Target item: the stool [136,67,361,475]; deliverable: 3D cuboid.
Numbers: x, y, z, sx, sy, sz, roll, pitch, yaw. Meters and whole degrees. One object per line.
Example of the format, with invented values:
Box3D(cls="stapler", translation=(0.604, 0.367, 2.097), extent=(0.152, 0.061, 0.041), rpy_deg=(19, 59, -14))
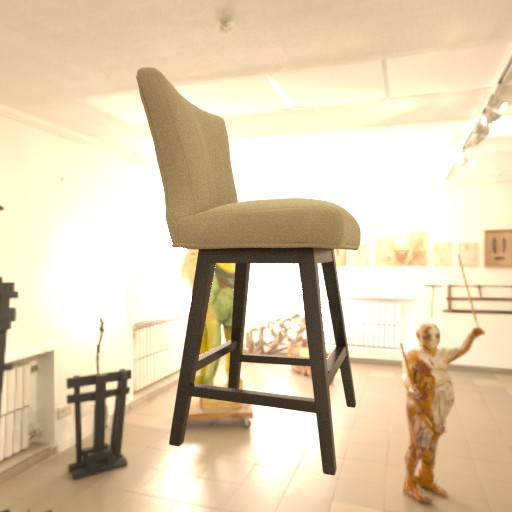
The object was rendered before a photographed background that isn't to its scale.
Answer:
Box3D(cls="stool", translation=(0.000, 0.000, 1.324), extent=(0.574, 1.000, 0.514), rpy_deg=(0, 0, 18))
